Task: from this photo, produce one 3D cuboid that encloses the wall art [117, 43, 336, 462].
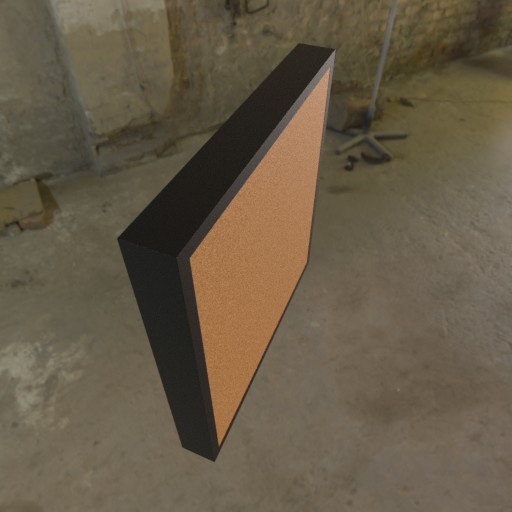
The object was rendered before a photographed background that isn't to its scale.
[{"bbox_3d":[0.000,0.000,0.447,0.038,0.304,0.305,17,48,16],"label":"wall art"}]
